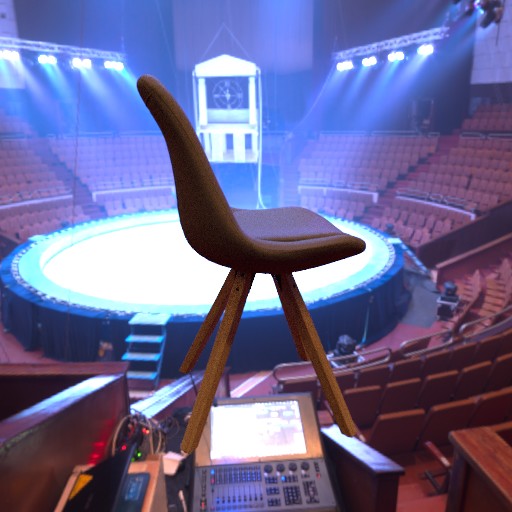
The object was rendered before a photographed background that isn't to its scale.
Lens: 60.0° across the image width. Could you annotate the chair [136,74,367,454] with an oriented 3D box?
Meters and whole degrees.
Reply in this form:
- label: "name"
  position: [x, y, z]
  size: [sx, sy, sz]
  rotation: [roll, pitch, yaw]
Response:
- label: "chair"
  position: [0.000, 0.000, 1.182]
  size: [0.547, 0.865, 0.483]
  rotation: [-3, 16, -10]
